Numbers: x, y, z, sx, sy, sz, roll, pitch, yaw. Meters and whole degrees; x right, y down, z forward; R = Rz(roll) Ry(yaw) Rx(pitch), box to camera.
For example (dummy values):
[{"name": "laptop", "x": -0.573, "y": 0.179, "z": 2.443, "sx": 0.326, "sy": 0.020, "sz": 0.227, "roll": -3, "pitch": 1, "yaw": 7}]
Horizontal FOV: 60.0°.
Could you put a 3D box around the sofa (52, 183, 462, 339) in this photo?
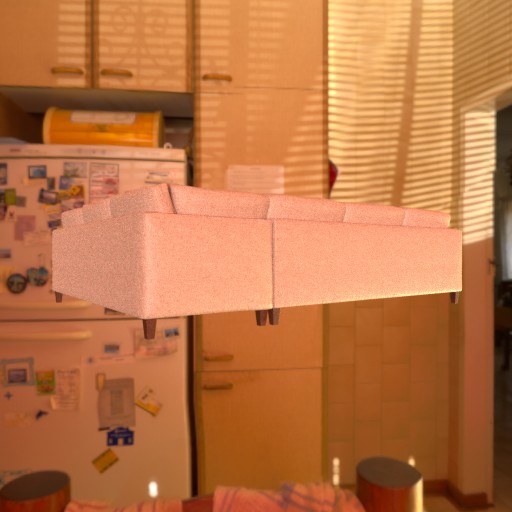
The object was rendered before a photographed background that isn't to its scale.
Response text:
[{"name": "sofa", "x": 0.000, "y": 0.000, "z": 4.429, "sx": 3.333, "sy": 0.934, "sz": 2.522, "roll": 0, "pitch": 0, "yaw": -36}]
